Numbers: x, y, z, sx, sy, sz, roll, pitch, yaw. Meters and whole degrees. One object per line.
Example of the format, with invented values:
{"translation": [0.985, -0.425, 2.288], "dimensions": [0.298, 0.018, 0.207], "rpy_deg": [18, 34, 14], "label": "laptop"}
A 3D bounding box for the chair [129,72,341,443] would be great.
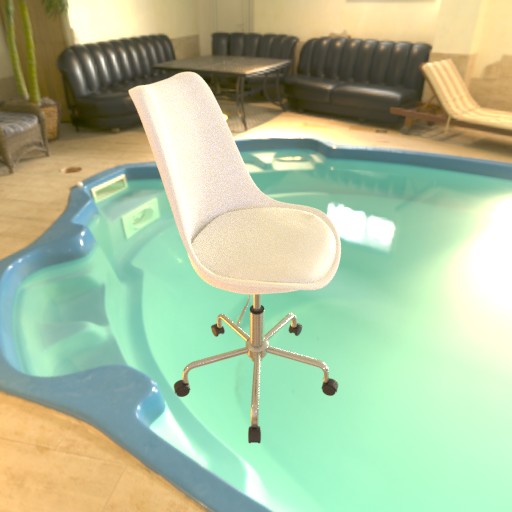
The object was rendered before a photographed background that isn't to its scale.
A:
{"translation": [0.000, 0.000, 1.270], "dimensions": [0.550, 0.930, 0.550], "rpy_deg": [10, 32, 16], "label": "chair"}
